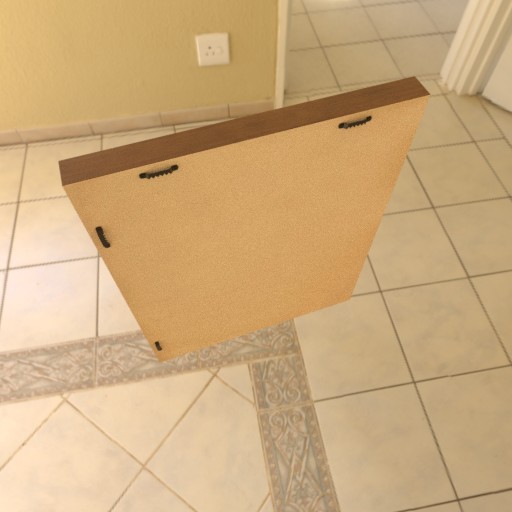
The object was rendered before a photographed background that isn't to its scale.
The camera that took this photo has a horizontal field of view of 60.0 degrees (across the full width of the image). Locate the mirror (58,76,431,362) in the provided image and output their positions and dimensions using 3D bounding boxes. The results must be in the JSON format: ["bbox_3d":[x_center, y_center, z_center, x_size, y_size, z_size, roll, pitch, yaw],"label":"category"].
[{"bbox_3d":[0.000,0.000,0.683,0.406,0.509,0.041,-17,59,-10],"label":"mirror"}]
